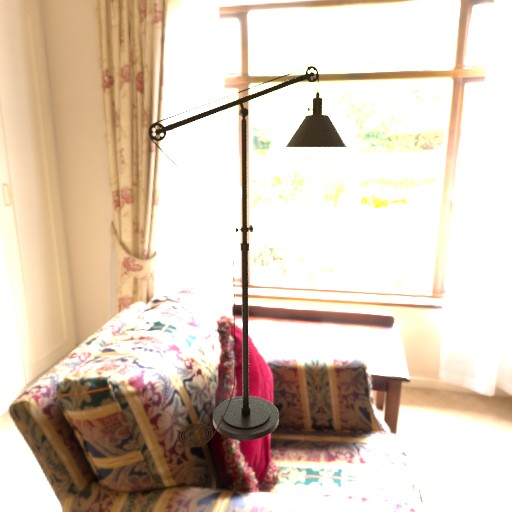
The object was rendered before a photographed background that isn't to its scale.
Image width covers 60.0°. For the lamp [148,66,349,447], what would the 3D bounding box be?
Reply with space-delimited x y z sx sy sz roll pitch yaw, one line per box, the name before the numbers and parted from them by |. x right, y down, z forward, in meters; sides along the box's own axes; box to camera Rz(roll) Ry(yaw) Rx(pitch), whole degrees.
lamp | 0.000 0.000 1.984 0.904 1.626 0.319 -7 16 -27
